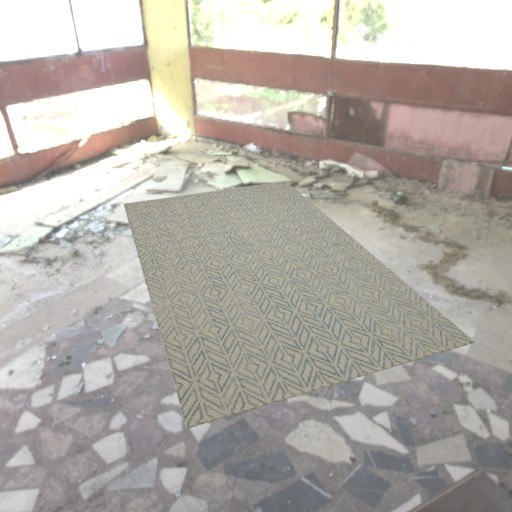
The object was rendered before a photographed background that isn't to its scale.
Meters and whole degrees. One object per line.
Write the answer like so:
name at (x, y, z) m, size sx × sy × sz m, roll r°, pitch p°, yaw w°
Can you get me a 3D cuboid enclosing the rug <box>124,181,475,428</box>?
rug at (0.000, 0.000, 3.061) m, size 1.526 × 0.008 × 2.441 m, roll -11°, pitch 32°, yaw -17°
